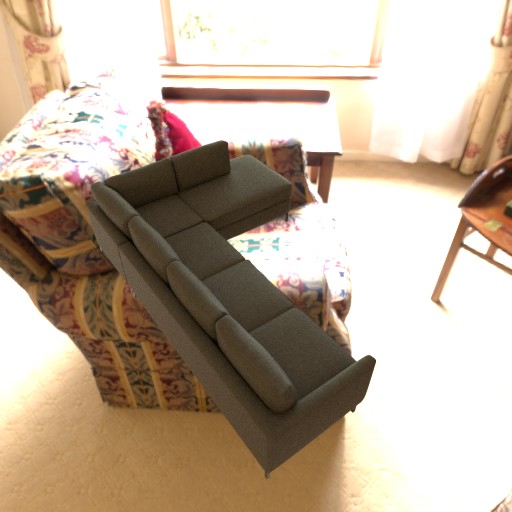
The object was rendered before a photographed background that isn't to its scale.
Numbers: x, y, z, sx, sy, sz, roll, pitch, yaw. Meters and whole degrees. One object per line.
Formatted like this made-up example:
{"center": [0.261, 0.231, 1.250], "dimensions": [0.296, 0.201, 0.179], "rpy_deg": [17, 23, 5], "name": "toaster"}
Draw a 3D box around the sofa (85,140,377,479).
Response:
{"center": [0.000, 0.000, 3.934], "dimensions": [1.984, 0.858, 2.972], "rpy_deg": [-26, 48, -26], "name": "sofa"}
